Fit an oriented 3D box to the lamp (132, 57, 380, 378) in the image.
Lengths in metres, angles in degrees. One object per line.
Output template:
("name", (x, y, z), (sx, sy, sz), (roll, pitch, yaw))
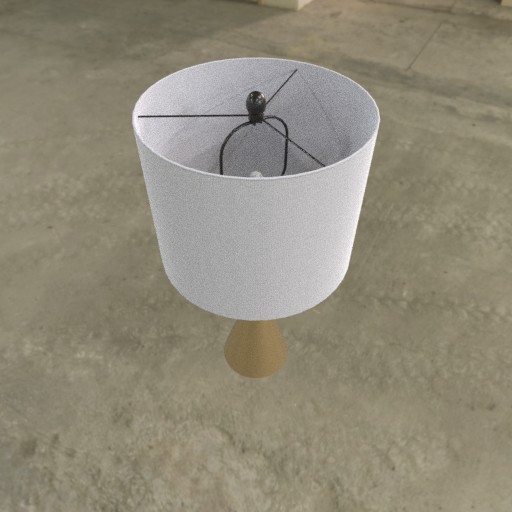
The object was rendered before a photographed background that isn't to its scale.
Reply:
("lamp", (0.000, 0.000, 0.745), (0.304, 0.573, 0.304), (-25, 51, -22))
